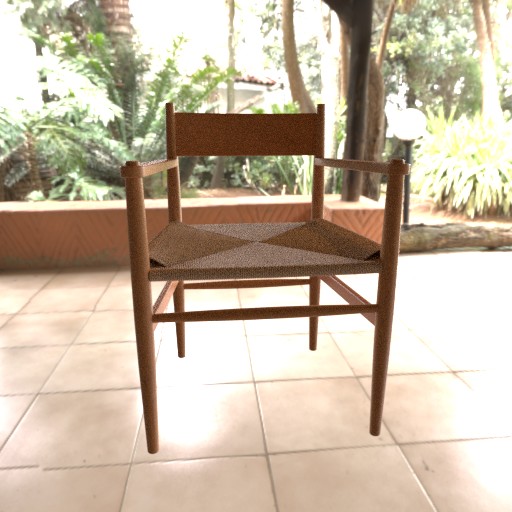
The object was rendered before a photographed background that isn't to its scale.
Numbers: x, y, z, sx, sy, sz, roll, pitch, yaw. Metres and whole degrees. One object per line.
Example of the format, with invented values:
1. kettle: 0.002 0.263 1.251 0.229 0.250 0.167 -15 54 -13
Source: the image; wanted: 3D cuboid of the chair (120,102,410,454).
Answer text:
1. chair: 0.000 0.000 1.124 0.556 0.762 0.495 -2 15 -6
